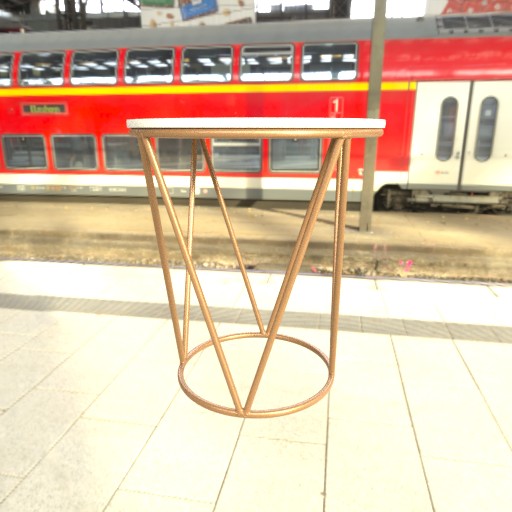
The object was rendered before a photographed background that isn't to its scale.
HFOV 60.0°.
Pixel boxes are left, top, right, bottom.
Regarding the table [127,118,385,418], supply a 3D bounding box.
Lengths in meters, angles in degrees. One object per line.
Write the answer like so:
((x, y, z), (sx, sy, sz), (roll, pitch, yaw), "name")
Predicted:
((0.000, 0.000, 0.966), (0.500, 0.564, 0.500), (0, 16, 0), "table")
